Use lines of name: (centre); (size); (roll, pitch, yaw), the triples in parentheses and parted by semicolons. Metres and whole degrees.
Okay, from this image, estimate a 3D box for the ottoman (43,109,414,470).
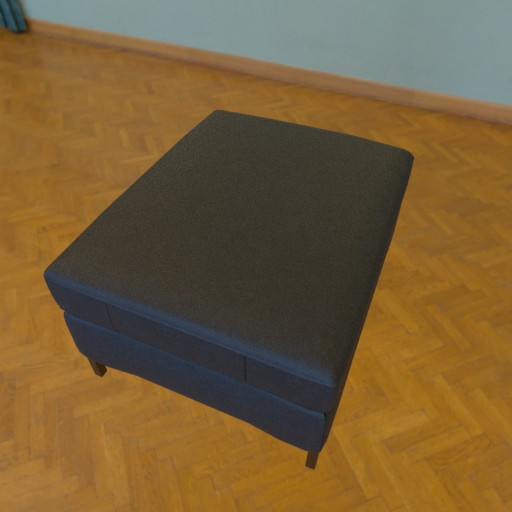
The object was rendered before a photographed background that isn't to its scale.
ottoman: (0.000, 0.000, 1.796); (0.967, 0.696, 1.187); (17, 47, 16)
